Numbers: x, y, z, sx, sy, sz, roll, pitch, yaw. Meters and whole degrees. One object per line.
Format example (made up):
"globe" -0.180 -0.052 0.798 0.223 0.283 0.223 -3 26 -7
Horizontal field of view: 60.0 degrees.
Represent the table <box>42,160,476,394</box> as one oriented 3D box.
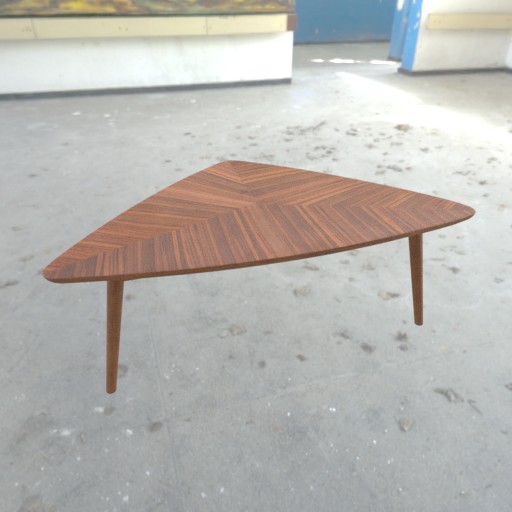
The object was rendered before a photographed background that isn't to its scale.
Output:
"table" 0.000 0.000 1.265 1.008 0.365 0.601 -9 33 -14
